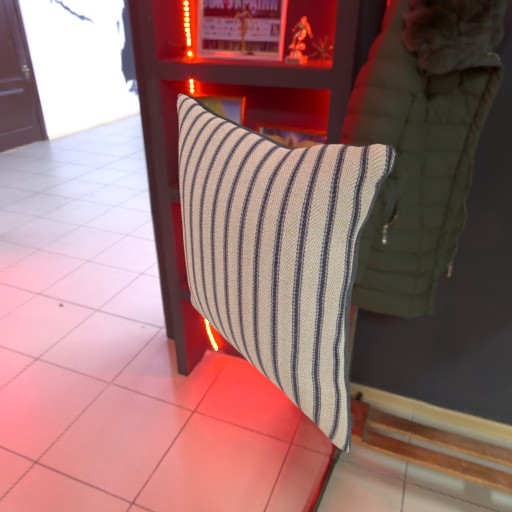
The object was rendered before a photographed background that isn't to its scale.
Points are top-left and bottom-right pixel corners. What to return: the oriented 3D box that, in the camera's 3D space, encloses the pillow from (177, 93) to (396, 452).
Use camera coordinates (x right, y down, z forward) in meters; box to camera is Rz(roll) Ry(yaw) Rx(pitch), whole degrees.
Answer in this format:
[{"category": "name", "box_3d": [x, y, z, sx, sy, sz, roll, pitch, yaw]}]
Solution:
[{"category": "pillow", "box_3d": [0.000, 0.000, 0.705, 0.138, 0.444, 0.468, -19, 34, -31]}]
